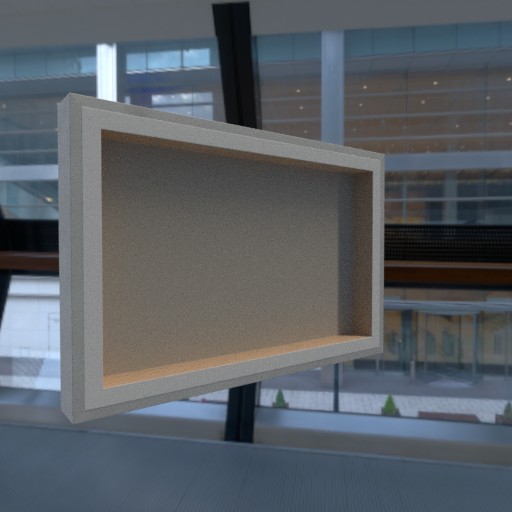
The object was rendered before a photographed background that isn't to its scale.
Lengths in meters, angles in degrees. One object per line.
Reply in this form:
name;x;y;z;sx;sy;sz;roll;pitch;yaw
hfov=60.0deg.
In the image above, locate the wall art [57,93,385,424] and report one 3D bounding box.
wall art;0.000;0.000;0.468;0.381;0.254;0.038;-1;2;-37
